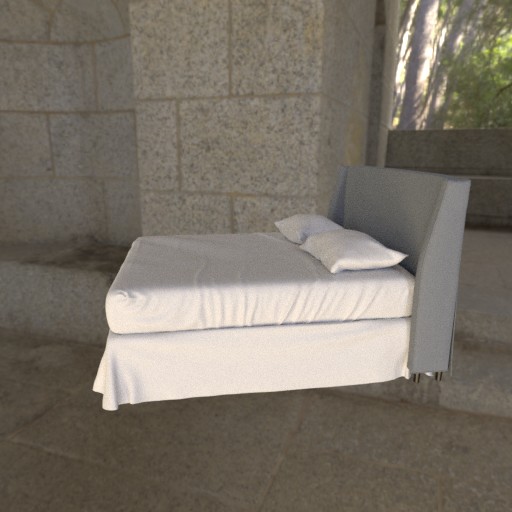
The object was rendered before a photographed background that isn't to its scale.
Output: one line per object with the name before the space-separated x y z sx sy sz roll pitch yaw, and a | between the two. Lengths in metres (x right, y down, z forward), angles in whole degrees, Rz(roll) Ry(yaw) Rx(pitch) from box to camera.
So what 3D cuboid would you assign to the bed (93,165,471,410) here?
bed | 0.000 0.000 3.469 2.276 1.332 1.925 -2 14 -9
